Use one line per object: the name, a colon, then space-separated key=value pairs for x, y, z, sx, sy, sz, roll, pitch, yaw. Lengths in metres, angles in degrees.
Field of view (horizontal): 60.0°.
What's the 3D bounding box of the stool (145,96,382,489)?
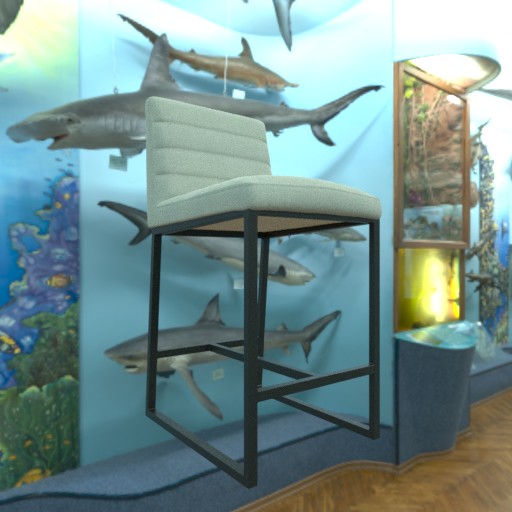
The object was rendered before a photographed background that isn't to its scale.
stool: x=0.000 y=0.000 z=1.261 sx=0.459 sy=0.971 sz=0.567 roll=0 pitch=0 yaw=-37
